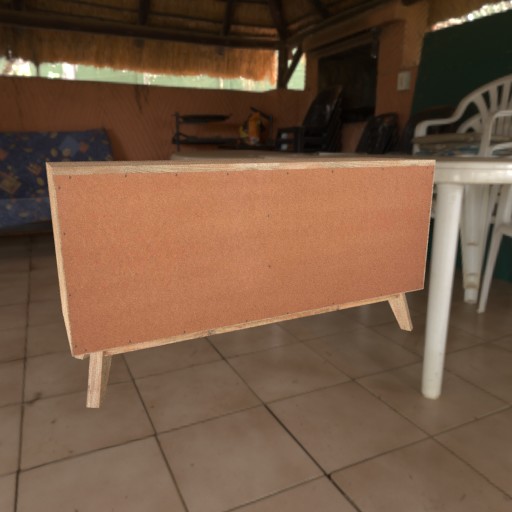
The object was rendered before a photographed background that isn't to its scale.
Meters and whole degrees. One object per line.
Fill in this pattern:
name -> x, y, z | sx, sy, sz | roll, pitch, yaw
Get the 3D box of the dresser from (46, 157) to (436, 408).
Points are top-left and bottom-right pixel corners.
dresser -> 0.000, 0.000, 1.918 | 1.554, 0.805, 0.455 | -7, 16, -26
